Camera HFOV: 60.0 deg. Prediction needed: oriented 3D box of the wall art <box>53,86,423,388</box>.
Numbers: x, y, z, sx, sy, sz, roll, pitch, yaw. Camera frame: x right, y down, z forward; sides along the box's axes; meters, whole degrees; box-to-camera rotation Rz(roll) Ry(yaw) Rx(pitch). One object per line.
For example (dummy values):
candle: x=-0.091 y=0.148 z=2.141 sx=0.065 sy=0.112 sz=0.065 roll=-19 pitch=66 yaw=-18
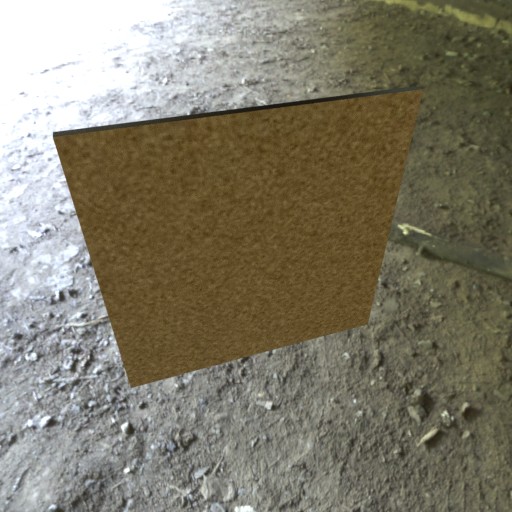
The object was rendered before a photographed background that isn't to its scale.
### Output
wall art: x=0.000 y=0.000 z=0.657 sx=0.446 sy=0.445 sz=0.014 roll=-12 pitch=41 yaw=-14
